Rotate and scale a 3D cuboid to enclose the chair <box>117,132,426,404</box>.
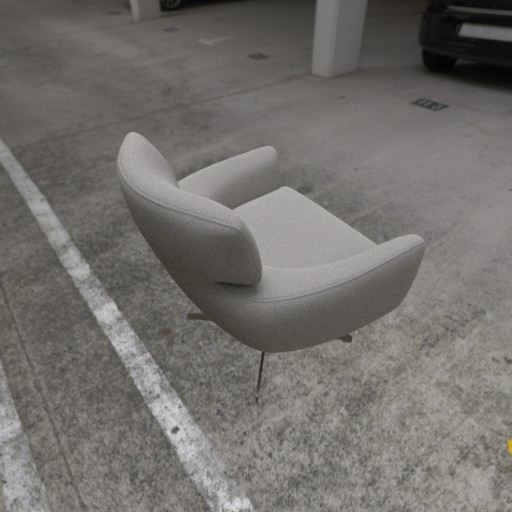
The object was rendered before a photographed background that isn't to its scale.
[{"bbox_3d":[0.000,0.000,1.429,0.730,0.810,0.760,-25,46,-27],"label":"chair"}]
